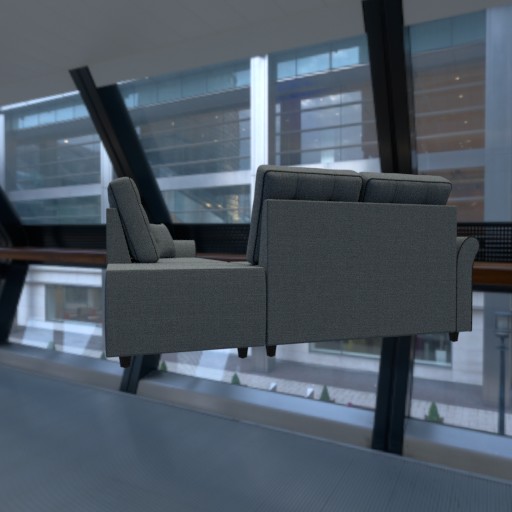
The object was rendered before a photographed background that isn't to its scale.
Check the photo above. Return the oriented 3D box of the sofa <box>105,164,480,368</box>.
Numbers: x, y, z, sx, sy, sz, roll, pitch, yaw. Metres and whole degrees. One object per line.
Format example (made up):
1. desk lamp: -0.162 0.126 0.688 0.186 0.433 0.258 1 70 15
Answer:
1. sofa: 0.000 0.000 3.240 2.068 0.988 2.070 0 1 -18
